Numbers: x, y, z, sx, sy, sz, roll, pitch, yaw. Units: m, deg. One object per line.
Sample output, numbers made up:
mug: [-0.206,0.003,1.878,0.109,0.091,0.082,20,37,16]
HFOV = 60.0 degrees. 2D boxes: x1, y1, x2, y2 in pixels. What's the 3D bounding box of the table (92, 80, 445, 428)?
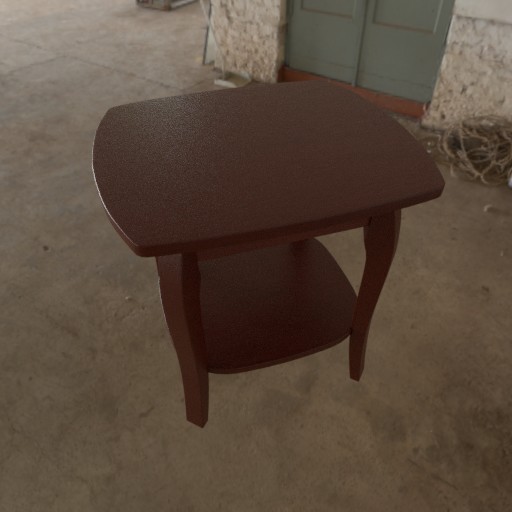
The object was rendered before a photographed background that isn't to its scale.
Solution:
table: [0.000,0.000,0.869,0.502,0.496,0.433,-12,44,-13]
